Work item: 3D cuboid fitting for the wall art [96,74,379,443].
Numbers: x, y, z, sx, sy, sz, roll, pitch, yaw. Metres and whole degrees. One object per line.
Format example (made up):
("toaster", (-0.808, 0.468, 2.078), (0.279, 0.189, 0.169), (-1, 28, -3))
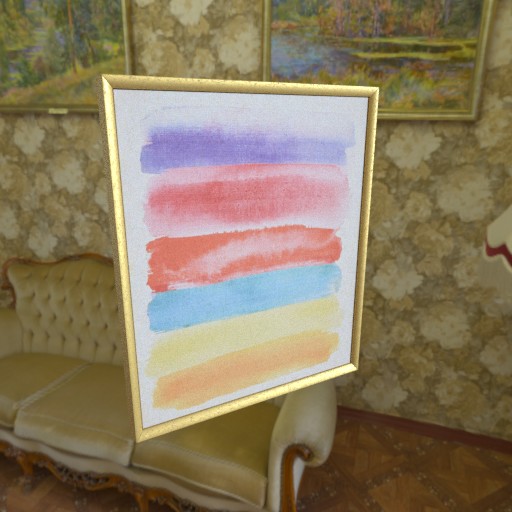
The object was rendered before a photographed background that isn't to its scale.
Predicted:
("wall art", (0.000, 0.000, 0.878), (0.537, 0.642, 0.048), (-9, 19, -27))
